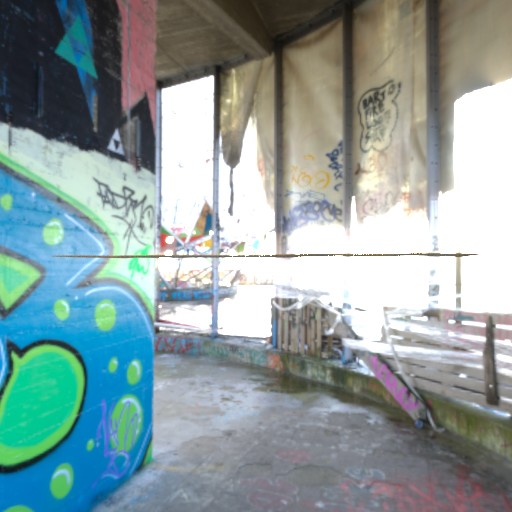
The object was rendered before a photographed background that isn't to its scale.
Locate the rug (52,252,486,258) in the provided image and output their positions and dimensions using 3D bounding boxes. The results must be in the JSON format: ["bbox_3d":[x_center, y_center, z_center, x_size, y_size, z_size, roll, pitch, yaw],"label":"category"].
[{"bbox_3d":[0.000,0.000,2.574,2.294,0.014,0.704,0,-1,18],"label":"rug"}]
